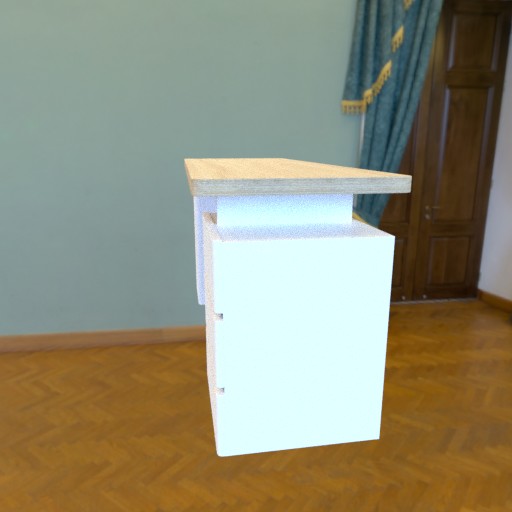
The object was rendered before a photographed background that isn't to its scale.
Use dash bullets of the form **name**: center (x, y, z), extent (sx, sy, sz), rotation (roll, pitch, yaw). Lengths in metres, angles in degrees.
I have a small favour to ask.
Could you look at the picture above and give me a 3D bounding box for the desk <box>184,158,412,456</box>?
- **desk**: center (0.000, 0.000, 1.859), extent (0.550, 0.755, 1.500), rotation (-2, 14, -9)
